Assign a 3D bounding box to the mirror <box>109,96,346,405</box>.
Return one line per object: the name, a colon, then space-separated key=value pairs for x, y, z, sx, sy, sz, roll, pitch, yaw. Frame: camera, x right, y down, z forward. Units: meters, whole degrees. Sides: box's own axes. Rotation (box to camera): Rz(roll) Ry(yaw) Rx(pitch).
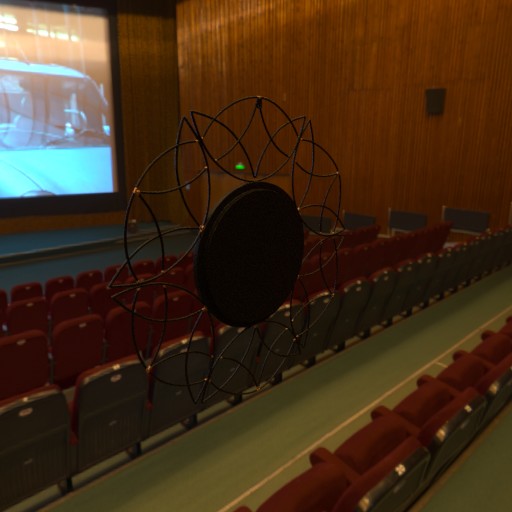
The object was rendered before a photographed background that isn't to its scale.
mirror: x=0.000 y=0.000 z=1.138 sx=0.797 sy=0.775 sz=0.028 roll=-14 pitch=20 yaw=-42
